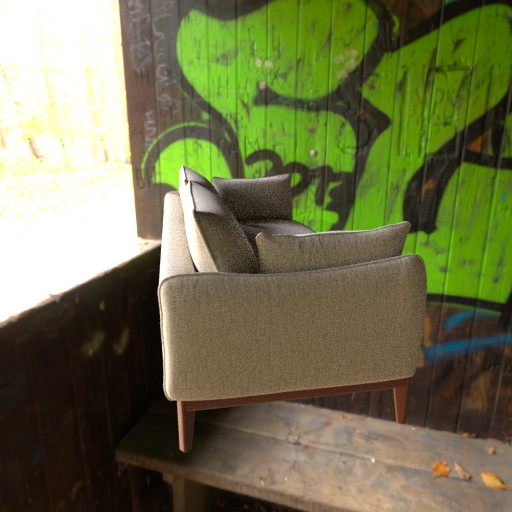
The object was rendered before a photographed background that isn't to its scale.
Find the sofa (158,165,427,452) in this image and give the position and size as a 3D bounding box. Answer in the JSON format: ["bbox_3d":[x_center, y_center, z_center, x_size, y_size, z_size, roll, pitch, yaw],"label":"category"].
[{"bbox_3d":[0.000,0.000,2.436,0.991,0.860,1.989,-3,17,-10],"label":"sofa"}]
